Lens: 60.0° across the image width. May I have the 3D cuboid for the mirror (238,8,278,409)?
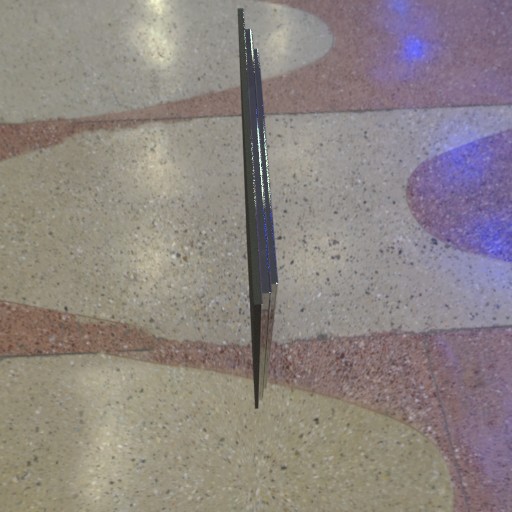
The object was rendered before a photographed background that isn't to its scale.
[{"bbox_3d":[0.000,0.000,1.126,0.039,0.914,0.613,-3,63,-1],"label":"mirror"}]
